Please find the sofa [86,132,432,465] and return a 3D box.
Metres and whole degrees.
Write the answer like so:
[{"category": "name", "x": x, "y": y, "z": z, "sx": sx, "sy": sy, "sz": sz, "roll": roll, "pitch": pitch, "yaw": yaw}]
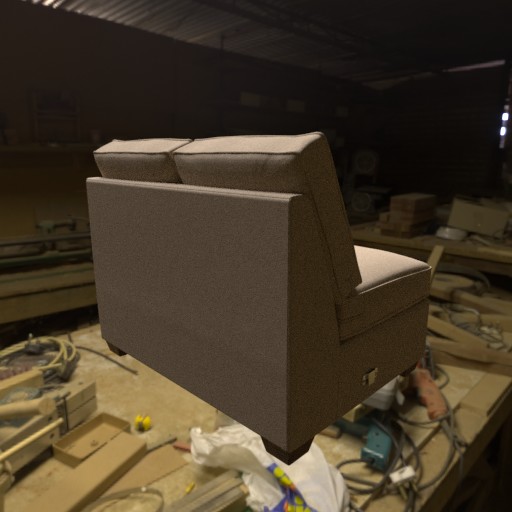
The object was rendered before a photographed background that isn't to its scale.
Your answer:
[{"category": "sofa", "x": 0.000, "y": 0.000, "z": 1.969, "sx": 1.237, "sy": 1.008, "sz": 0.951, "roll": 13, "pitch": 18, "yaw": 44}]
